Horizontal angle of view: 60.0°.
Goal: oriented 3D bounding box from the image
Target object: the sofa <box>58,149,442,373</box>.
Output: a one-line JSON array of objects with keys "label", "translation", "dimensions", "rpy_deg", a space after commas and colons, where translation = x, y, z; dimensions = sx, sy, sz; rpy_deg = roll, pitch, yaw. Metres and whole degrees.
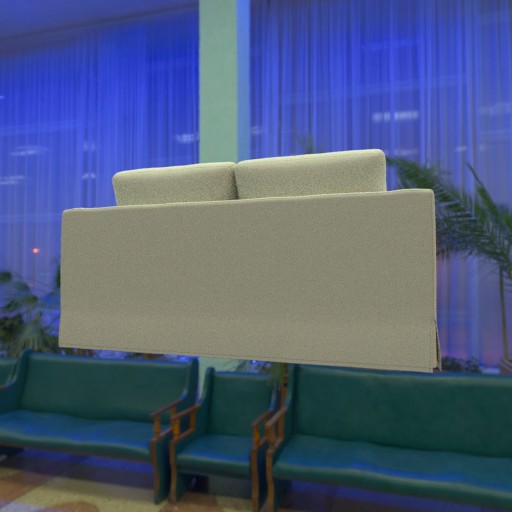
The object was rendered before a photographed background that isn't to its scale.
[{"label": "sofa", "translation": [0.000, 0.000, 2.436], "dimensions": [1.813, 0.932, 1.009], "rpy_deg": [-1, -2, 19]}]
